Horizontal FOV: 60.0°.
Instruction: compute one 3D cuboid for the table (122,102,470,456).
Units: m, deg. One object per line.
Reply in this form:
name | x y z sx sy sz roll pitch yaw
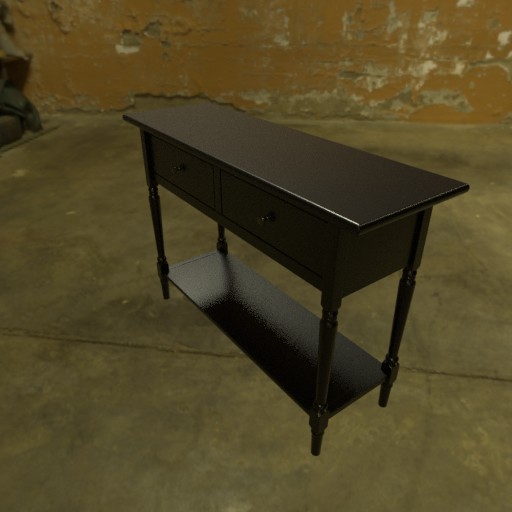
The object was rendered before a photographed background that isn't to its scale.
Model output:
table | 0.000 0.000 1.568 0.386 0.819 1.191 -20 36 -31
